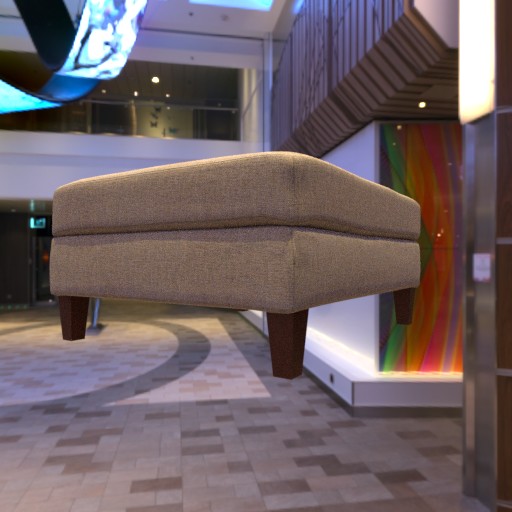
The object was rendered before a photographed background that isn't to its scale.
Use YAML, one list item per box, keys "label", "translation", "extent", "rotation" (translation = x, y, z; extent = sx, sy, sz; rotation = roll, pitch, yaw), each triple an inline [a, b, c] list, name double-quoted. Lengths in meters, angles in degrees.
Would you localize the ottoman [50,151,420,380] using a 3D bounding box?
- label: "ottoman"
  translation: [0.000, 0.000, 1.456]
  extent: [0.836, 0.492, 0.976]
  rotation: [0, 0, 34]
